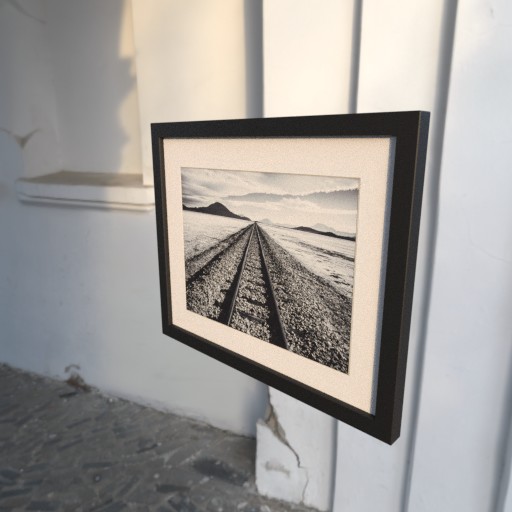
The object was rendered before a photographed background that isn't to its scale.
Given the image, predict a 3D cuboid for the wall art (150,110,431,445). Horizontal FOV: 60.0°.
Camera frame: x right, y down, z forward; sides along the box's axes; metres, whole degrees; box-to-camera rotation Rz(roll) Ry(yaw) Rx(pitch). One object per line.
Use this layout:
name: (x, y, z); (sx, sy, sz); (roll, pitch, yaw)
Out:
wall art: (0.000, 0.000, 0.773); (0.559, 0.458, 0.029); (13, 20, 42)
